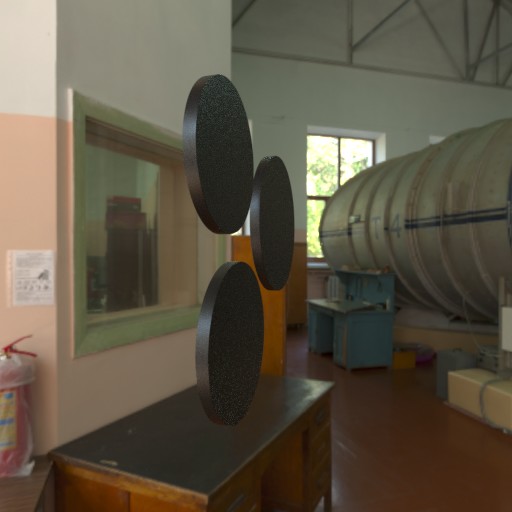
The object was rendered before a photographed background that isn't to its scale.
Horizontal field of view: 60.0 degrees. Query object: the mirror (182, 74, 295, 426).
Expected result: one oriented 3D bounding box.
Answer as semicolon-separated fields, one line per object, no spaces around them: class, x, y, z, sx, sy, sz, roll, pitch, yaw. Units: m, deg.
mirror;0.000;0.000;3.236;0.076;2.096;2.160;0;0;18
